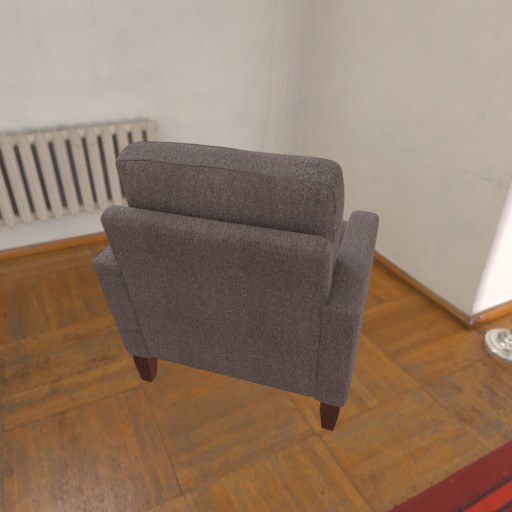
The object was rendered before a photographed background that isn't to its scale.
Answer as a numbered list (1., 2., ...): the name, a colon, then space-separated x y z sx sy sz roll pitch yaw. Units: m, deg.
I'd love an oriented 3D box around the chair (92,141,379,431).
1. chair: 0.000 0.000 1.699 0.855 0.993 0.897 10 33 15
